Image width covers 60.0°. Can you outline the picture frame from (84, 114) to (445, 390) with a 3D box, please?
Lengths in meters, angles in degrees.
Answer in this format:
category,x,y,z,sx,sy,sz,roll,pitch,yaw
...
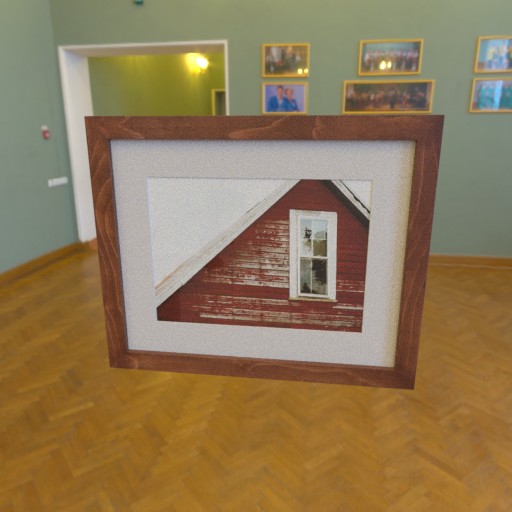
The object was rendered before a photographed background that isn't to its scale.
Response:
category,x,y,z,sx,sy,sz,roll,pitch,yaw
picture frame,0.000,0.000,0.757,0.559,0.457,0.025,2,16,7
